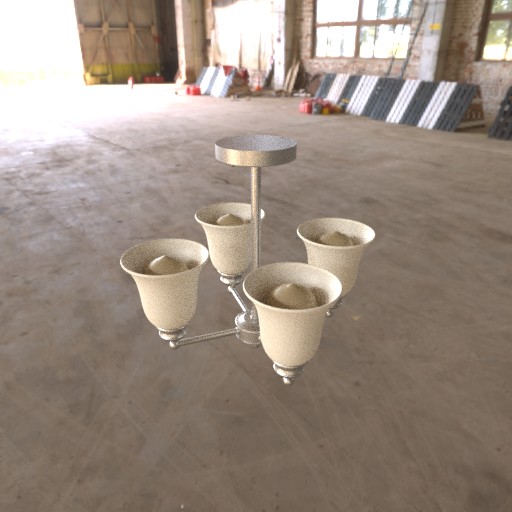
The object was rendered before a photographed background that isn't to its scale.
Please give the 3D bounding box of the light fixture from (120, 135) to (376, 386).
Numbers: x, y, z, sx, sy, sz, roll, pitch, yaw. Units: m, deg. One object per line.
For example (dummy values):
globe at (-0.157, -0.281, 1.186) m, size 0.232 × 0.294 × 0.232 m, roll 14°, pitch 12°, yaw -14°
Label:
light fixture at (0.000, 0.000, 0.732) m, size 0.427 × 0.370 × 0.427 m, roll -9°, pitch 27°, yaw -18°
